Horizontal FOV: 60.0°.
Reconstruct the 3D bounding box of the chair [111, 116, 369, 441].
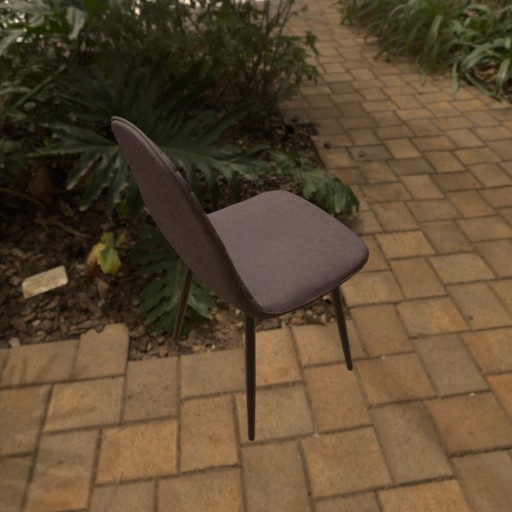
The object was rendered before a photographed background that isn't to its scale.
[{"bbox_3d":[0.000,0.000,1.211,0.561,0.889,0.472,-26,47,-27],"label":"chair"}]
